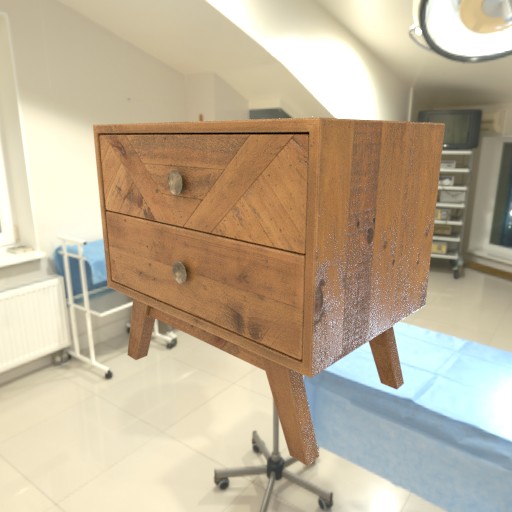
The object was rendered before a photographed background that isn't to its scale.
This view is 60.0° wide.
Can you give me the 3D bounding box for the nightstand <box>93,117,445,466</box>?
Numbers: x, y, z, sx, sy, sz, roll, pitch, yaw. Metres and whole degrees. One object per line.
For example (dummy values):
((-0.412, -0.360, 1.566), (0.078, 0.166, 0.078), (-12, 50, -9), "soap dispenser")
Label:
((0.000, 0.000, 1.051), (0.650, 0.599, 0.450), (14, 21, 42), "nightstand")
